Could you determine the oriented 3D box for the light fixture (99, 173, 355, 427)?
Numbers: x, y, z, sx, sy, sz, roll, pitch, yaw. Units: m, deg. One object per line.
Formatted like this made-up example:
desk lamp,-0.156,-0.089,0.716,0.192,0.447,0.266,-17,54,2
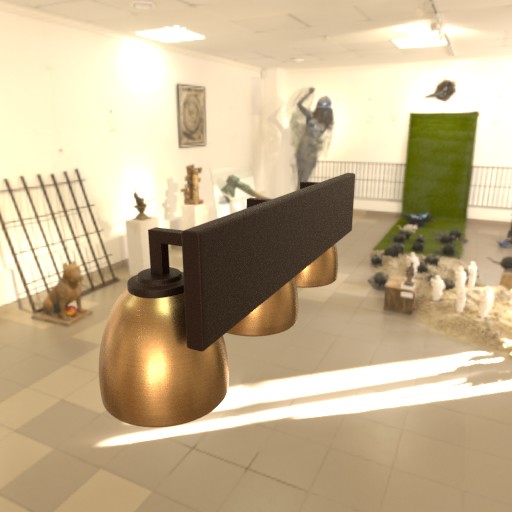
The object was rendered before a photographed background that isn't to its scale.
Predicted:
light fixture,0.000,0.000,0.667,0.157,0.204,0.582,8,18,25
